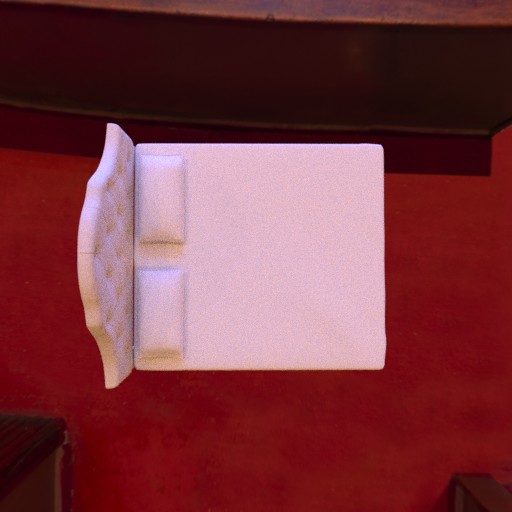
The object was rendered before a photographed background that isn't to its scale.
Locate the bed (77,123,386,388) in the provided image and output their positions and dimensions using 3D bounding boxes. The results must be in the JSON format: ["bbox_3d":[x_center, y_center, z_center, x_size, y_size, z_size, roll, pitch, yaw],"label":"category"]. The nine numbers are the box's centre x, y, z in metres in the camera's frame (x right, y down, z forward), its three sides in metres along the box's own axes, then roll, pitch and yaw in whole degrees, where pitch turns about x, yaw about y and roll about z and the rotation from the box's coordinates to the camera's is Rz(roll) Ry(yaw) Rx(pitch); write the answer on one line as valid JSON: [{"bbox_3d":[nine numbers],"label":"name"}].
[{"bbox_3d":[0.000,0.000,3.533,2.214,1.615,2.008,0,89,-1],"label":"bed"}]
